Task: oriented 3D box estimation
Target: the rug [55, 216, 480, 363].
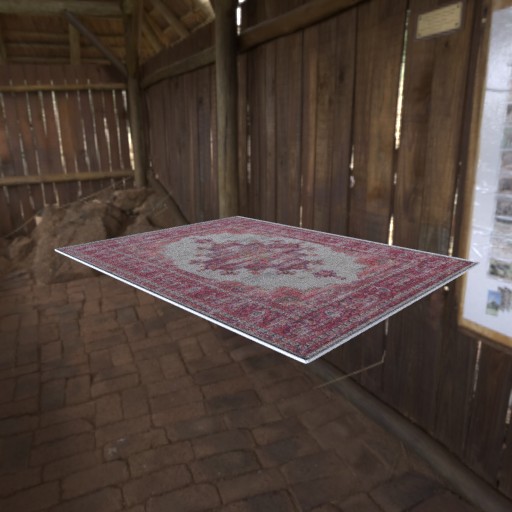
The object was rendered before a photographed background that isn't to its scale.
[{"bbox_3d":[0.000,0.000,4.101,3.123,0.017,2.447,15,22,43],"label":"rug"}]
